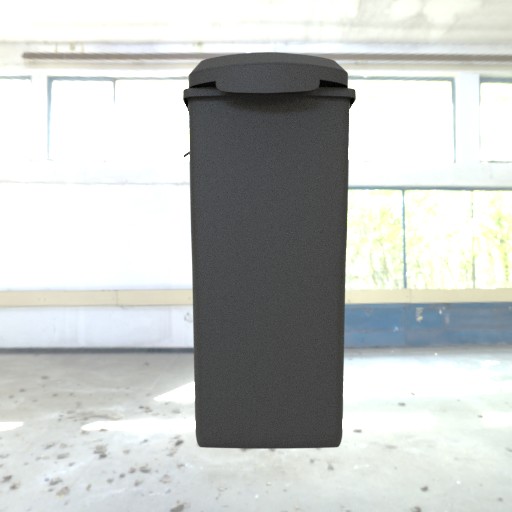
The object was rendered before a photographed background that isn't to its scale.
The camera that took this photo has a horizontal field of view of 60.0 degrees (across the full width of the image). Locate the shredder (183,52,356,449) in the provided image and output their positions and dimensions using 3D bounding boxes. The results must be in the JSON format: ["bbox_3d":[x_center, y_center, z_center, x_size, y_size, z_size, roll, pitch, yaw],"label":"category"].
[{"bbox_3d":[0.000,0.000,0.505,0.170,0.335,0.320,0,-1,0],"label":"shredder"}]
